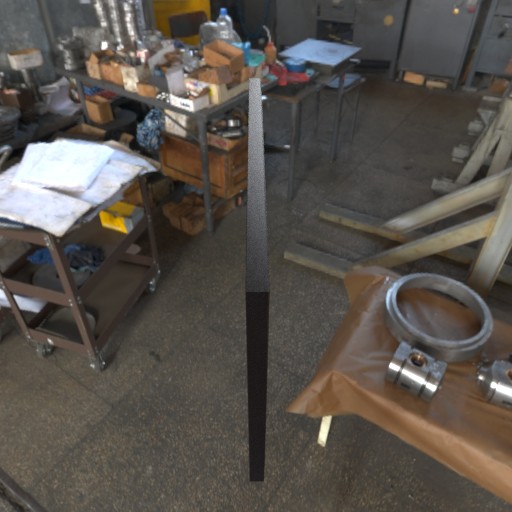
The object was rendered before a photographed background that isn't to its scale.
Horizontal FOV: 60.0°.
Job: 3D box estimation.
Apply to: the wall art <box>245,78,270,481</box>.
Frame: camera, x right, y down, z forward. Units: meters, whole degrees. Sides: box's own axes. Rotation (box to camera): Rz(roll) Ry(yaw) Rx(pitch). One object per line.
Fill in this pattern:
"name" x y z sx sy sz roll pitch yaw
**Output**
"wall art" 0.000 0.000 0.863 0.027 0.458 0.657 0 40 0
